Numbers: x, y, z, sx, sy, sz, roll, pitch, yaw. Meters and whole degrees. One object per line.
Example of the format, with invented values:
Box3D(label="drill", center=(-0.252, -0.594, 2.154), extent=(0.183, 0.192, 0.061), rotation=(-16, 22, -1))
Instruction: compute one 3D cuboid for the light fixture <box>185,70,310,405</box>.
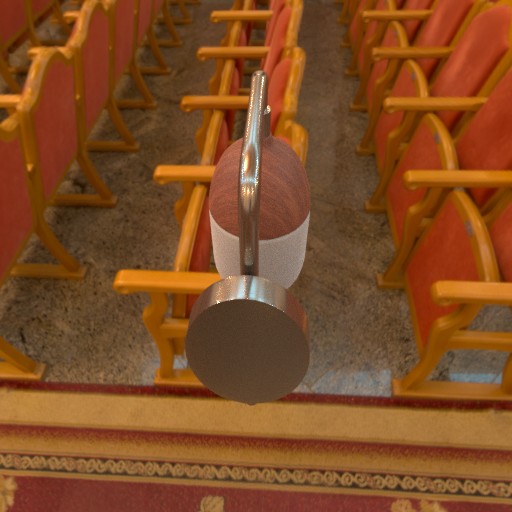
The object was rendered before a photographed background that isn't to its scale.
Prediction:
Box3D(label="light fixture", center=(0.000, 0.000, 0.447), extent=(0.108, 0.343, 0.216), rotation=(3, 47, 3))
